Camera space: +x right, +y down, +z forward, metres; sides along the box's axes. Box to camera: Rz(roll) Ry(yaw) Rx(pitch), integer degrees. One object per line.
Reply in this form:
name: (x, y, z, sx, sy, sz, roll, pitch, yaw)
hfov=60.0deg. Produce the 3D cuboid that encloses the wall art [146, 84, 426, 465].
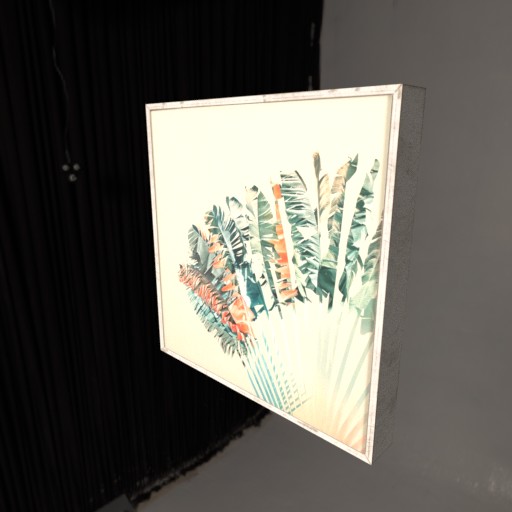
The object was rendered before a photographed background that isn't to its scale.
wall art: (0.000, 0.000, 0.450, 0.305, 0.303, 0.038, 14, 21, 41)
